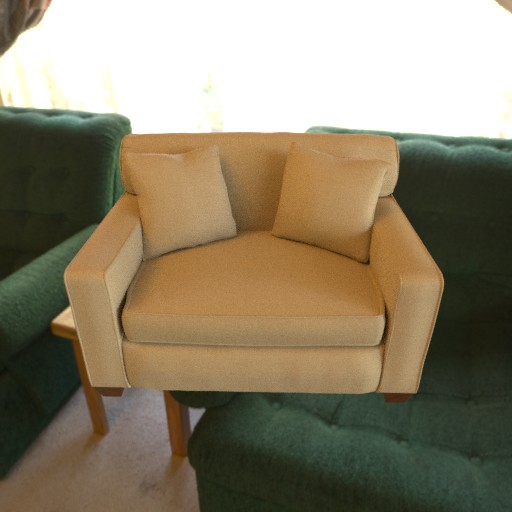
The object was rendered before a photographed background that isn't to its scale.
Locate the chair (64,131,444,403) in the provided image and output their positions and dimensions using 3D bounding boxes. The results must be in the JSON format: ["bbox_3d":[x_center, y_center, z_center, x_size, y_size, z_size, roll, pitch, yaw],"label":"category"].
[{"bbox_3d":[0.000,0.000,2.053,1.383,0.948,1.000,1,30,1],"label":"chair"}]
